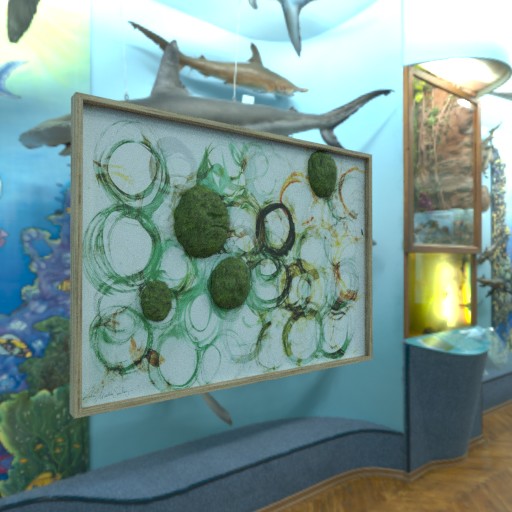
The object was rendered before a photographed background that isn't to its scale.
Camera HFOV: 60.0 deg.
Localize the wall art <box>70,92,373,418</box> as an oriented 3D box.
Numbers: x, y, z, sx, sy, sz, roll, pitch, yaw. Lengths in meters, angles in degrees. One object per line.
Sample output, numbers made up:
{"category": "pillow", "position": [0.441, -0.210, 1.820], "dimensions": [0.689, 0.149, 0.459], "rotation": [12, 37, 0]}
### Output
{"category": "wall art", "position": [0.000, 0.000, 1.078], "dimensions": [0.841, 0.609, 0.063], "rotation": [0, -1, -36]}
